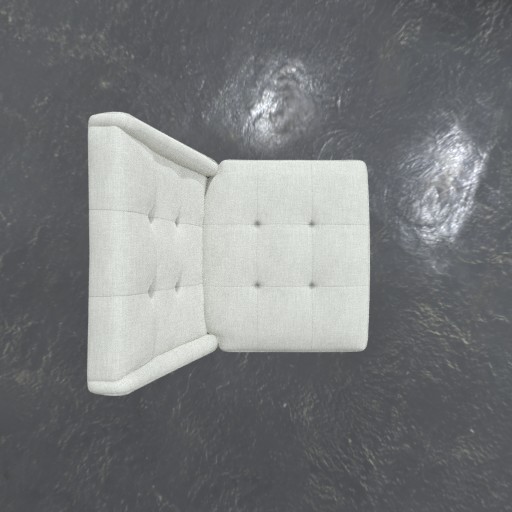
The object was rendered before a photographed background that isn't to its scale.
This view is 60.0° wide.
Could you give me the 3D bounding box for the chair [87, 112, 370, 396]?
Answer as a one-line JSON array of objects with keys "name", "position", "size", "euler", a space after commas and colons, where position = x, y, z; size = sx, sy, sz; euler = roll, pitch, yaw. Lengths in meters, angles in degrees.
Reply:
[{"name": "chair", "position": [0.000, 0.000, 1.283], "size": [0.676, 0.853, 0.569], "euler": [0, 90, -1]}]
